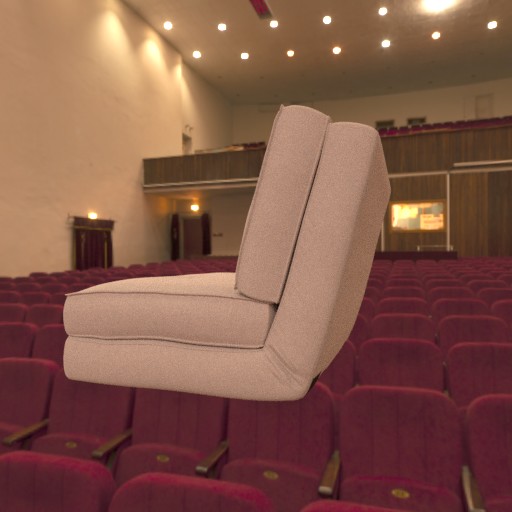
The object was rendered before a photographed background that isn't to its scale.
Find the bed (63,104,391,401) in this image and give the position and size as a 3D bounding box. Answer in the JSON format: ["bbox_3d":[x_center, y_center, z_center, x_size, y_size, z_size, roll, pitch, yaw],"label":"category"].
[{"bbox_3d":[0.000,0.000,1.314,0.749,0.614,0.799,0,-1,19],"label":"bed"}]
